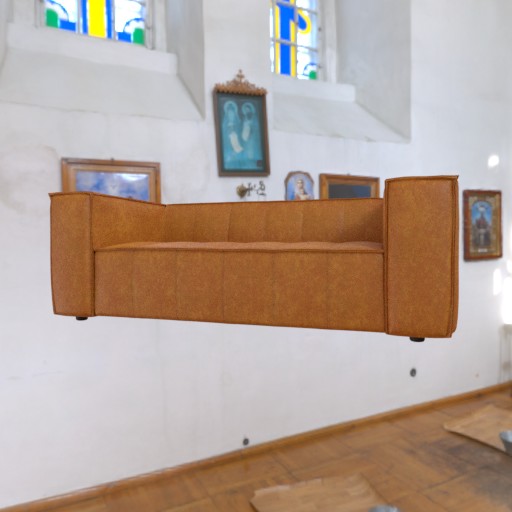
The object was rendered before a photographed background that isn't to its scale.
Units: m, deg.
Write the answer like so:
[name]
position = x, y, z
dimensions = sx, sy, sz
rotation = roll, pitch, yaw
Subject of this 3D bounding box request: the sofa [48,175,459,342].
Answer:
[sofa]
position = 0.000, 0.000, 2.582
dimensions = 2.088, 0.703, 1.102
rotation = 0, 1, 18
